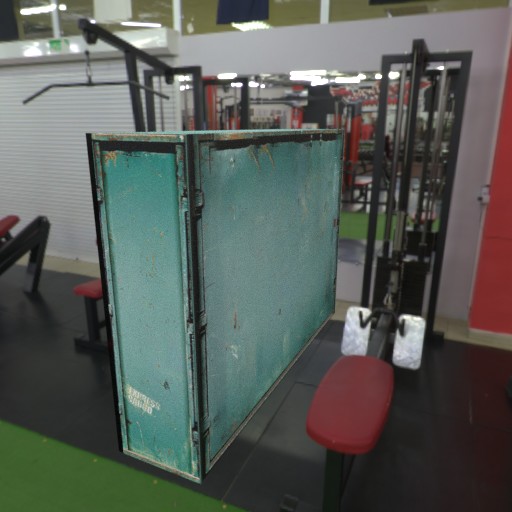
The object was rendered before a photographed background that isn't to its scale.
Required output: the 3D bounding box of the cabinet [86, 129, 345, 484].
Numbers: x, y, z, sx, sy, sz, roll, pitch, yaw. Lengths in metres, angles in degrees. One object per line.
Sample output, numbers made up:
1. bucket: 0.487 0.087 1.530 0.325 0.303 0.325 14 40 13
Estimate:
1. cabinet: 0.000 0.000 3.963 0.680 2.160 3.001 8 18 25
